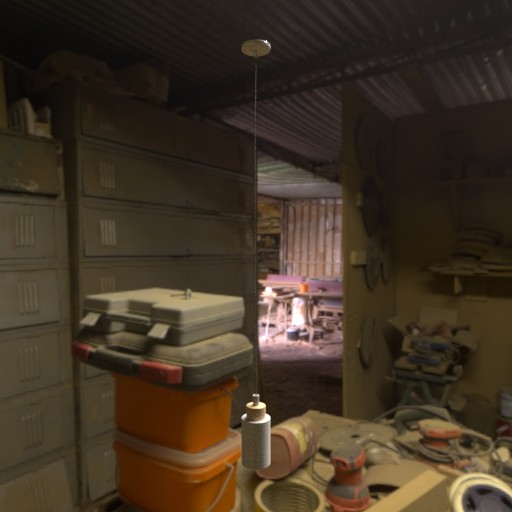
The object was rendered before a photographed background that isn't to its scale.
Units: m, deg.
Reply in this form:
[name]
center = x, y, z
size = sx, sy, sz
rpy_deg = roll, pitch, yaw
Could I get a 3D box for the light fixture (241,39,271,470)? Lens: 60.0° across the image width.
[light fixture]
center = 0.000, 0.000, 1.914
size = 0.125, 1.798, 0.125
rpy_deg = 1, 1, 36
